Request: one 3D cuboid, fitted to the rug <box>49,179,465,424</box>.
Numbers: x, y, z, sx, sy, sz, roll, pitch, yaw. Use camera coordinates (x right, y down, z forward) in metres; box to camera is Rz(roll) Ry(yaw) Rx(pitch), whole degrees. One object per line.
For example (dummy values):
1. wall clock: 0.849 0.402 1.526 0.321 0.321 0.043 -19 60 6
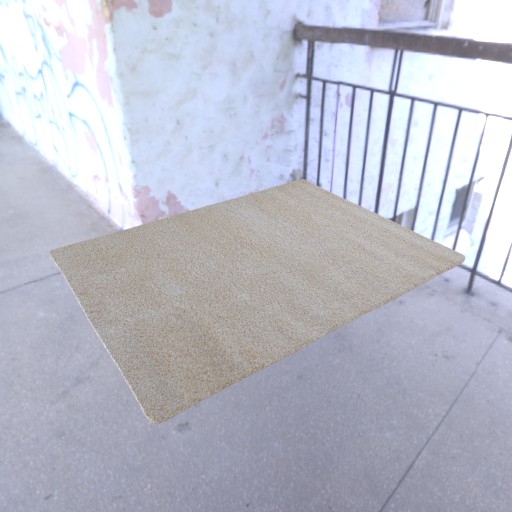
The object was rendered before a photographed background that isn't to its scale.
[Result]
1. rug: 0.000 0.000 2.112 1.600 0.025 1.199 -20 37 -29
